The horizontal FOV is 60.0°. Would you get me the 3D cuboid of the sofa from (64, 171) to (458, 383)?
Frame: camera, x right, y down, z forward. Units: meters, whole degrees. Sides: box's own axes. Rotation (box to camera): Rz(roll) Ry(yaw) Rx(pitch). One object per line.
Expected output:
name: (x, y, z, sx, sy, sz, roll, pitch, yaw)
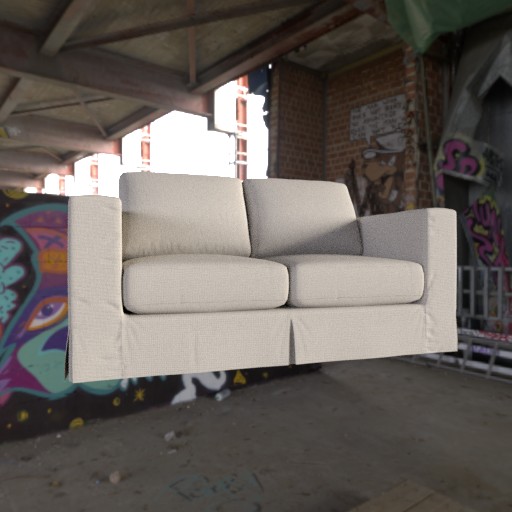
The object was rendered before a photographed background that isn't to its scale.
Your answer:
sofa: (0.000, 0.000, 2.380, 1.813, 0.932, 1.009, 0, 0, -18)
